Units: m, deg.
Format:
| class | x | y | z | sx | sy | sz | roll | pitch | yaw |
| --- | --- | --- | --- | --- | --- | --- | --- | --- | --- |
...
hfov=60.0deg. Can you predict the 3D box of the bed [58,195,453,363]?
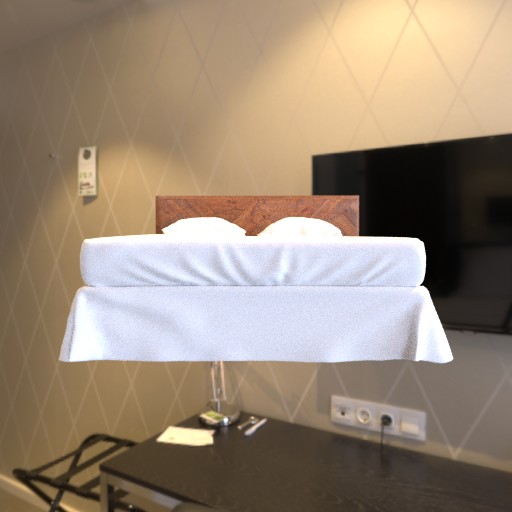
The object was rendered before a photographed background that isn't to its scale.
| class | x | y | z | sx | sy | sz | roll | pitch | yaw |
| --- | --- | --- | --- | --- | --- | --- | --- | --- | --- |
| bed | 0.000 | 0.000 | 3.395 | 2.255 | 1.158 | 2.165 | 0 | 1 | 1 |
